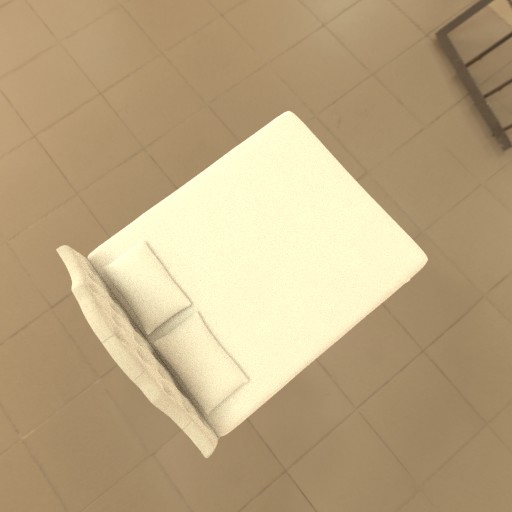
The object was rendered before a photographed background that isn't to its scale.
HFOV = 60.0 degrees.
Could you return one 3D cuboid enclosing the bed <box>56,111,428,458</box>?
[{"bbox_3d":[0.000,0.000,3.743,2.477,1.617,2.039,-38,78,-9],"label":"bed"}]
